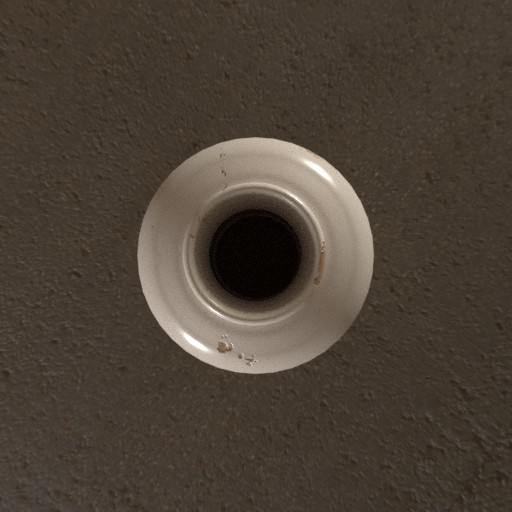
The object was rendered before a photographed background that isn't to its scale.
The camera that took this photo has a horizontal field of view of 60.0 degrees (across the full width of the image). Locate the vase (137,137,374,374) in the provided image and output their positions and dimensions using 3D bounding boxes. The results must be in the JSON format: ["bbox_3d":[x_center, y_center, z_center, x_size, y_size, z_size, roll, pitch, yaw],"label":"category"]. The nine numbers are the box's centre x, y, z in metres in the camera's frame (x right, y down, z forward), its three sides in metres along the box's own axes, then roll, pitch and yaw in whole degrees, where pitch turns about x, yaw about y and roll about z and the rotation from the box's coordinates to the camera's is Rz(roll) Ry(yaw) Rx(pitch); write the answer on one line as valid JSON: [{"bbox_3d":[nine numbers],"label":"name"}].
[{"bbox_3d":[0.000,0.000,0.331,0.158,0.228,0.158,0,89,0],"label":"vase"}]
